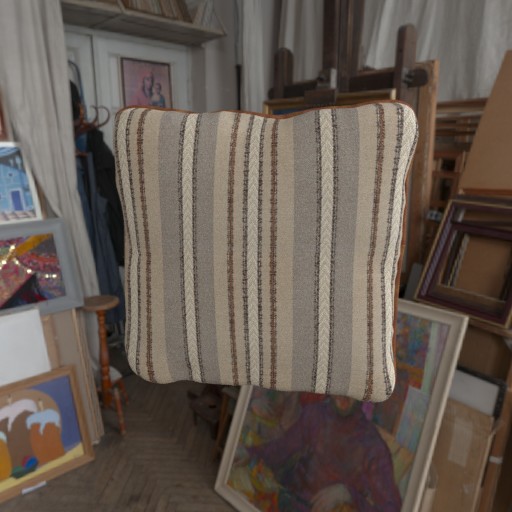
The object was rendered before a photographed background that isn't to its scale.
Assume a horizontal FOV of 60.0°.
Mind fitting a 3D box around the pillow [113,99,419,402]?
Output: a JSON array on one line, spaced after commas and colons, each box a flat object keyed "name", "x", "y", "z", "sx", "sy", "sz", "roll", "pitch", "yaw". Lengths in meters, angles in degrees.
[{"name": "pillow", "x": 0.000, "y": 0.000, "z": 0.741, "sx": 0.489, "sy": 0.490, "sz": 0.130, "roll": 2, "pitch": 13, "yaw": 10}]
